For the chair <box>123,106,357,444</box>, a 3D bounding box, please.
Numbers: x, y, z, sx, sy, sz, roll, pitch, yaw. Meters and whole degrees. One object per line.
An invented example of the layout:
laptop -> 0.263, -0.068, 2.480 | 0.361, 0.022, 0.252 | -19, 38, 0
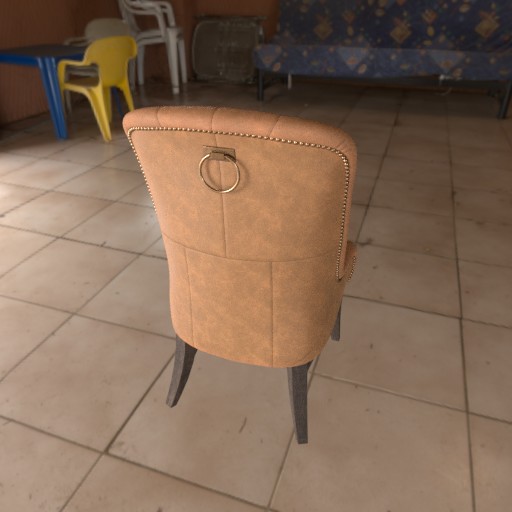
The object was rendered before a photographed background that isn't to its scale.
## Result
chair -> 0.000, 0.000, 1.505 | 0.634, 1.091, 0.629 | 10, 32, 16
